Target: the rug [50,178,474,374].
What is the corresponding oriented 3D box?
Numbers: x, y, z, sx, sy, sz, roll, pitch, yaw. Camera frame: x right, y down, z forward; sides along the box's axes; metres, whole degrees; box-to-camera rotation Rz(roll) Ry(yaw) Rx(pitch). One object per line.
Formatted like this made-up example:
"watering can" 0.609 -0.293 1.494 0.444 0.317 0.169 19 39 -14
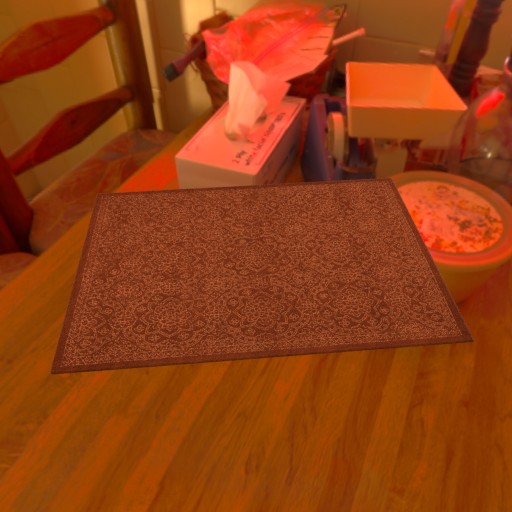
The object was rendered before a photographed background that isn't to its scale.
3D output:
"rug" 0.000 0.000 2.321 1.829 0.010 1.219 -4 46 -4
